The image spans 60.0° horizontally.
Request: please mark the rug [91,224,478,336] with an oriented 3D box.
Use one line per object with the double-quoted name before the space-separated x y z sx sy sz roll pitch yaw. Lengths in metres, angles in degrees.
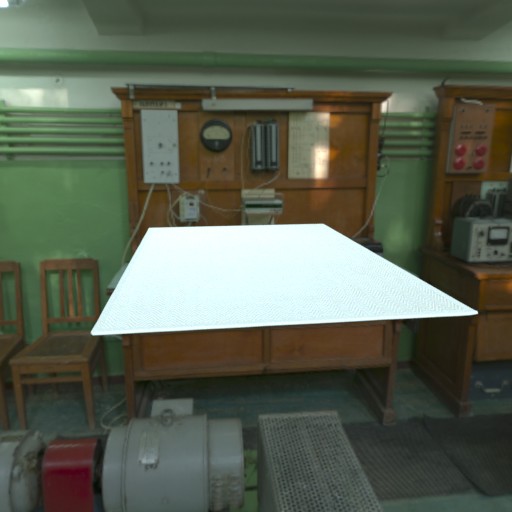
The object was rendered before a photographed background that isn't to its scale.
"rug" 0.000 0.000 2.791 1.532 0.017 2.244 -2 14 -8
